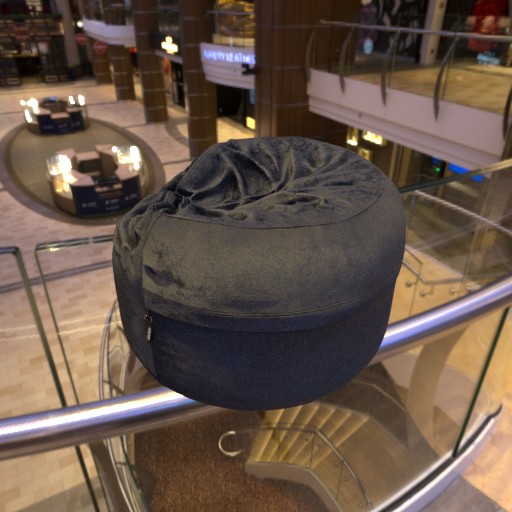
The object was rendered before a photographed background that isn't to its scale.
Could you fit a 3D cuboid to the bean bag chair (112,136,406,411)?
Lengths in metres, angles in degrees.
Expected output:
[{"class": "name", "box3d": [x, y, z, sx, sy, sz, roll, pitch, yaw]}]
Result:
[{"class": "bean bag chair", "box3d": [0.000, 0.000, 1.466, 0.918, 0.605, 0.918, 0, 31, 0]}]
